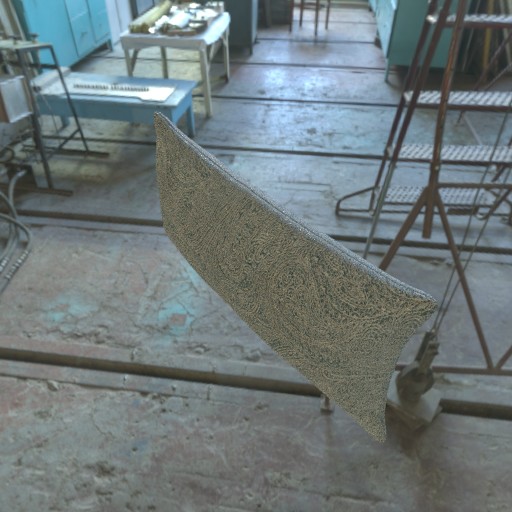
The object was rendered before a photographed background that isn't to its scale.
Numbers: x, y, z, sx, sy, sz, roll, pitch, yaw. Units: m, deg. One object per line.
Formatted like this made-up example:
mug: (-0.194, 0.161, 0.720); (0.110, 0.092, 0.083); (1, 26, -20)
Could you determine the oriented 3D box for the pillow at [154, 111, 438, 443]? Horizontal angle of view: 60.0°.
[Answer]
pillow: (0.000, 0.000, 0.734); (0.151, 0.295, 0.615); (-27, 47, -28)
